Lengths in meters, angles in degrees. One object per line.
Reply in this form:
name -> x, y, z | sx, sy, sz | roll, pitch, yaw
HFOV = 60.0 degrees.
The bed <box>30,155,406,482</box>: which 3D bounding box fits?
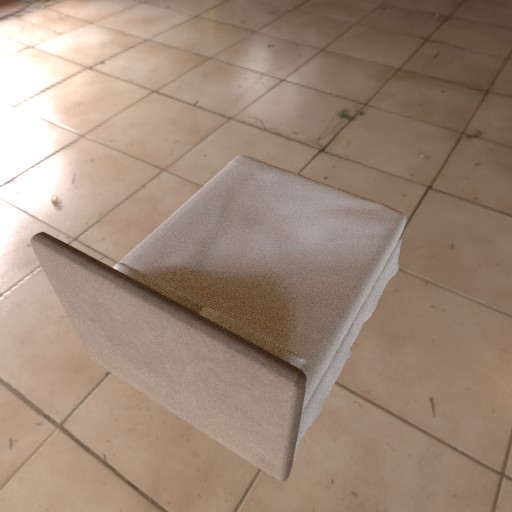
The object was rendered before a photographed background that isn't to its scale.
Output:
bed -> 0.000, 0.000, 3.168 | 1.723, 1.330, 2.142 | 24, 52, 21
